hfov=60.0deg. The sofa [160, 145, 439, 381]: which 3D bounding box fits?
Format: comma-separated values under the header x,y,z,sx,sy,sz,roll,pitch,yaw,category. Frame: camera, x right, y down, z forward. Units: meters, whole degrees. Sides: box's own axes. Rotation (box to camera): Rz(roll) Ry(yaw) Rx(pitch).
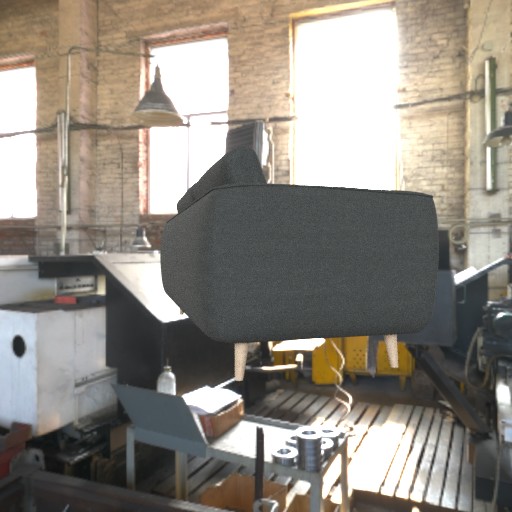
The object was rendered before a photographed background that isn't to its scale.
x,y,z,sx,sy,sz,roll,pitch,yaw,category
0.000,0.000,2.444,0.920,0.850,2.000,0,1,-16,sofa
